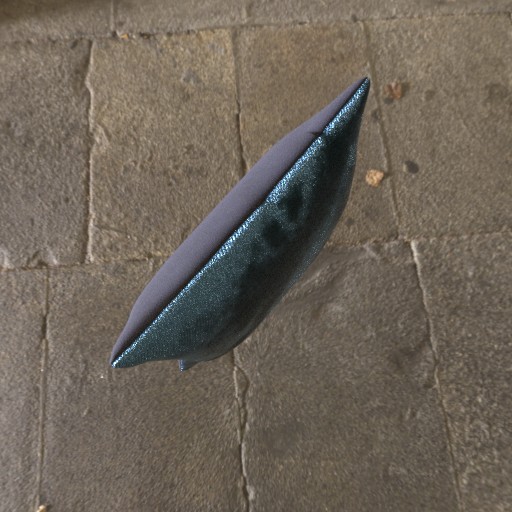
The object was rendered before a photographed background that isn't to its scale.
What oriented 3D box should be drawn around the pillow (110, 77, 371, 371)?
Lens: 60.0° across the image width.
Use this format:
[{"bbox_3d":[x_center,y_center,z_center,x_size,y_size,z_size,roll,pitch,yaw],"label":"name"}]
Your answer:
[{"bbox_3d":[0.000,0.000,0.669,0.138,0.430,0.436,39,79,9],"label":"pillow"}]
